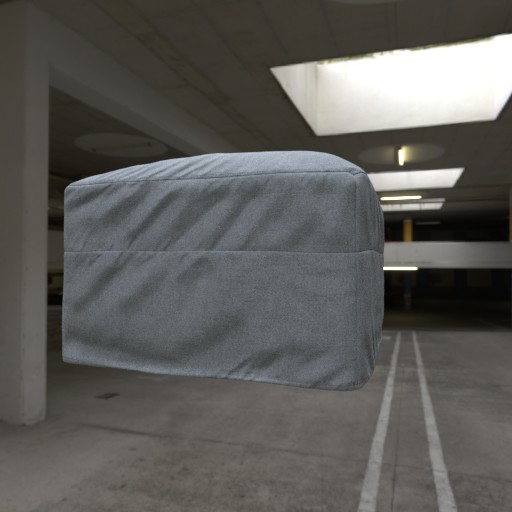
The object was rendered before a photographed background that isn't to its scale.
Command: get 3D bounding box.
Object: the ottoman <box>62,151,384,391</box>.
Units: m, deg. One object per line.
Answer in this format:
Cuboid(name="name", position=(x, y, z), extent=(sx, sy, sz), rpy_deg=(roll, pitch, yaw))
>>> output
Cuboid(name="ottoman", position=(0.000, 0.000, 1.240), extent=(0.683, 0.481, 0.837), rpy_deg=(0, -1, 18))
